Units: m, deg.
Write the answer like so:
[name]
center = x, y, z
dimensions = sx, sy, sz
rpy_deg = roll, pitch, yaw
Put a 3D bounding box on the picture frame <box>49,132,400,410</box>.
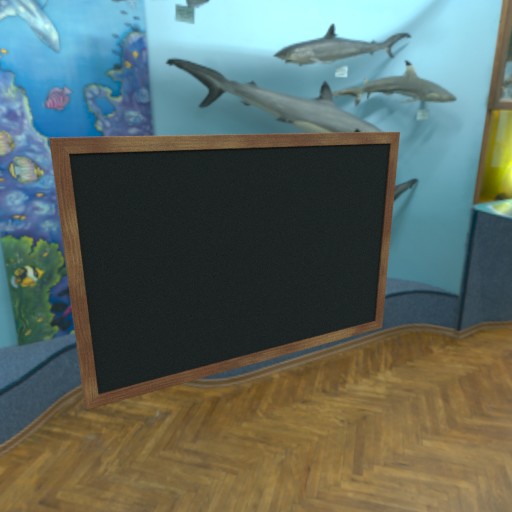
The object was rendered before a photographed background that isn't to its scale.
[picture frame]
center = 0.000, 0.000, 1.208
dimensions = 0.950, 0.640, 0.029
rpy_deg = -9, 19, -27
